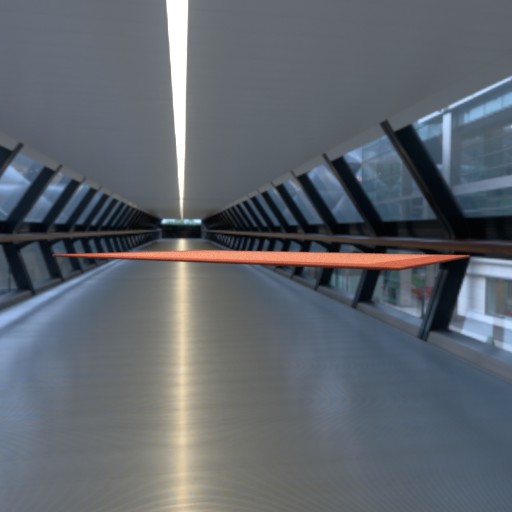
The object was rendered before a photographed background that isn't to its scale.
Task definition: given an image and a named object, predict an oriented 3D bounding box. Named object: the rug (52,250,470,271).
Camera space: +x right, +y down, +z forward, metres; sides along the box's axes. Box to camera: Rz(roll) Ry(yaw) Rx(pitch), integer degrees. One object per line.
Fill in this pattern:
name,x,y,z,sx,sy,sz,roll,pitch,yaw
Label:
rug,0.000,0.000,3.049,2.438,0.014,1.524,2,3,35
